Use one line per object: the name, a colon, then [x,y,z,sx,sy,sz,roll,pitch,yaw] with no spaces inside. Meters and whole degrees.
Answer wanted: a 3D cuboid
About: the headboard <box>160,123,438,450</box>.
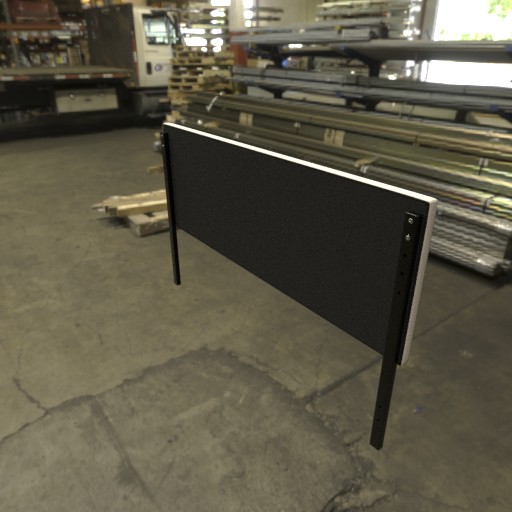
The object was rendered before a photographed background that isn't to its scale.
headboard: [0.000,0.000,2.932,0.120,1.410,2.362,-19,32,-33]
